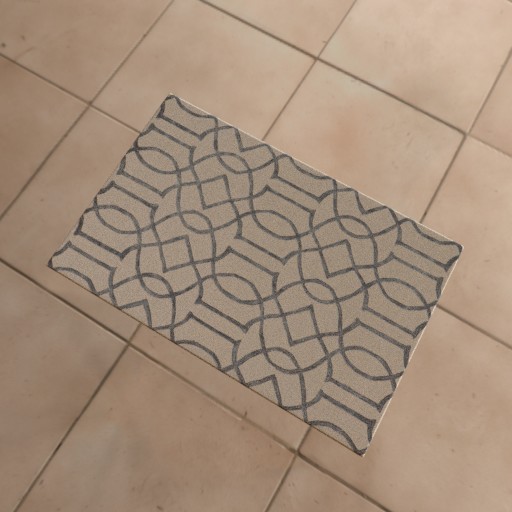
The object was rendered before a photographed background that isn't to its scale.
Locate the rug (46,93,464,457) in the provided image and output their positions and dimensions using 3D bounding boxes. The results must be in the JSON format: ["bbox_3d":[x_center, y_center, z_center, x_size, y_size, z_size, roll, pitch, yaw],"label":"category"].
[{"bbox_3d":[0.000,0.000,2.973,2.365,0.017,1.521,29,77,7],"label":"rug"}]
